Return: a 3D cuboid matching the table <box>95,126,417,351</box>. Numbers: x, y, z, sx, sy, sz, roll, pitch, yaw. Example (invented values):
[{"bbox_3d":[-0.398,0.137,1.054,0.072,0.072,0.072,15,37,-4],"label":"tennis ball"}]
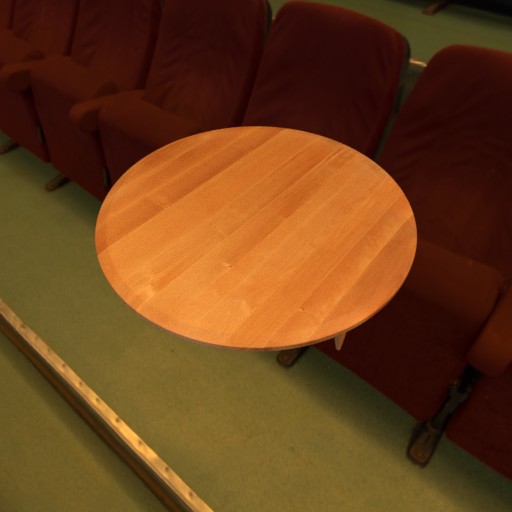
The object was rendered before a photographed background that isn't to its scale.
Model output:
[{"bbox_3d":[0.000,0.000,1.418,0.900,0.400,0.900,0,47,0],"label":"table"}]
